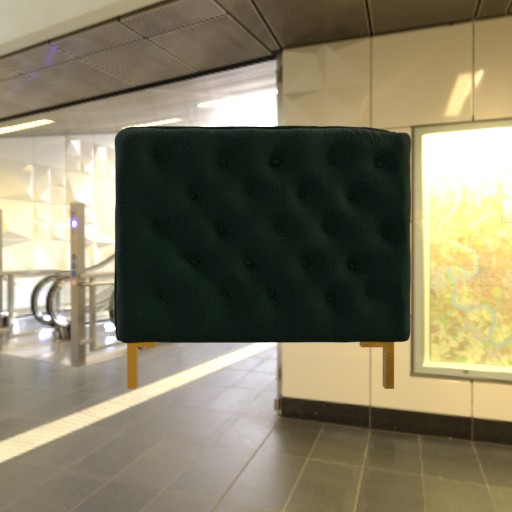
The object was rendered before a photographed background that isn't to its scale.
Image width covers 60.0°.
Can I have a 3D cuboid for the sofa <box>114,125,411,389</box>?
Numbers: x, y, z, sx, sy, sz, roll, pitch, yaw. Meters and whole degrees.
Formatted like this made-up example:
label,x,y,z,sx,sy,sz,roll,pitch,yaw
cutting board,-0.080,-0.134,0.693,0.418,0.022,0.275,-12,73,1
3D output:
label,x,y,z,sx,sy,sz,roll,pitch,yaw
sofa,0.000,0.000,2.075,0.909,0.810,1.583,0,0,-1
